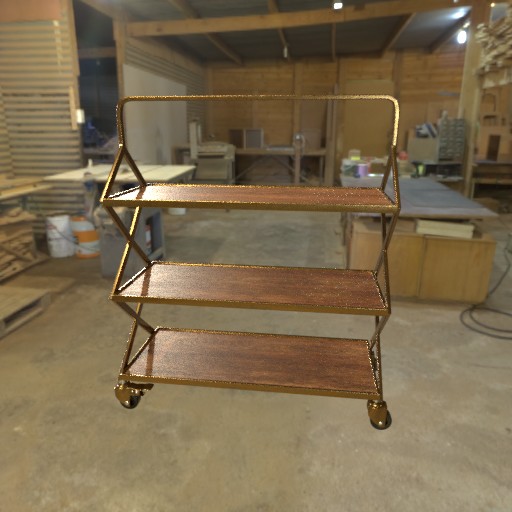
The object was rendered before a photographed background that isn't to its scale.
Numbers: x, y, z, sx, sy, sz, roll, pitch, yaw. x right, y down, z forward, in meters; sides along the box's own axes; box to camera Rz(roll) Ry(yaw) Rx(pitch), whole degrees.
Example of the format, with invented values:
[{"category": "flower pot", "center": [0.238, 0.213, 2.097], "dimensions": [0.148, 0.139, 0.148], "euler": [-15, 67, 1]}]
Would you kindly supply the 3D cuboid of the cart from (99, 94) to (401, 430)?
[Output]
[{"category": "cart", "center": [0.000, 0.000, 1.180], "dimensions": [0.723, 0.805, 0.313], "euler": [2, 17, 8]}]
